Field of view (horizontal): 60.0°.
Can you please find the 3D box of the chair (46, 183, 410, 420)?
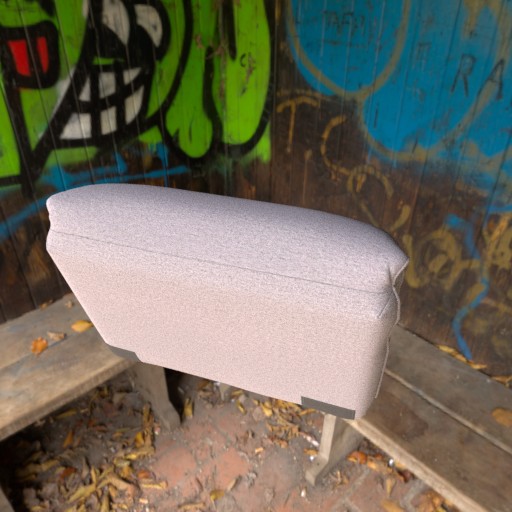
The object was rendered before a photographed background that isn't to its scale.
[{"bbox_3d":[0.000,0.000,1.306,0.820,0.580,0.780,10,34,16],"label":"chair"}]
